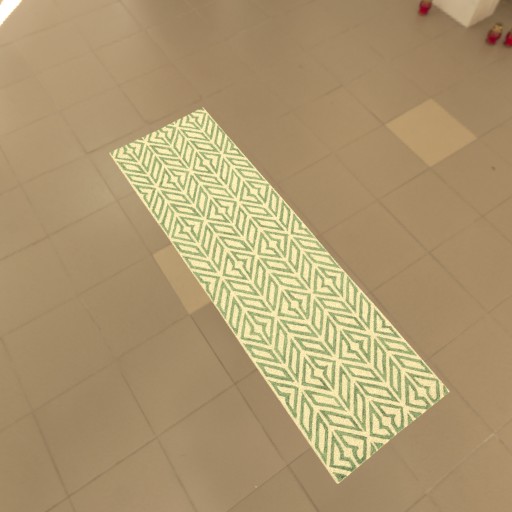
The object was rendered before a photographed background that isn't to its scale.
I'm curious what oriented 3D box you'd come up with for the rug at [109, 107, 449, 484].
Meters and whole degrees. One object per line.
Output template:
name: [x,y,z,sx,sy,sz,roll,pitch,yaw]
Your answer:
rug: [0.000,0.000,2.652,0.750,0.009,2.435,-32,67,-15]
